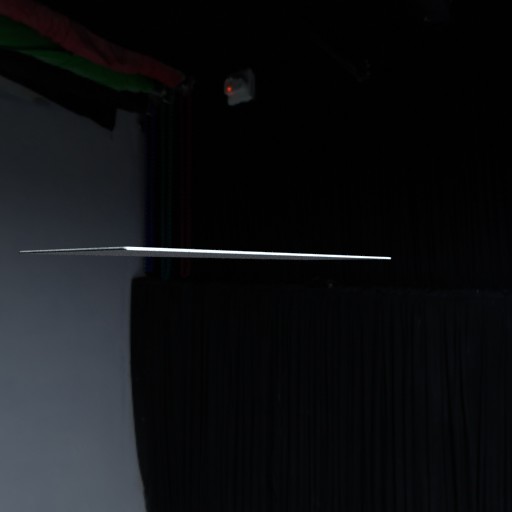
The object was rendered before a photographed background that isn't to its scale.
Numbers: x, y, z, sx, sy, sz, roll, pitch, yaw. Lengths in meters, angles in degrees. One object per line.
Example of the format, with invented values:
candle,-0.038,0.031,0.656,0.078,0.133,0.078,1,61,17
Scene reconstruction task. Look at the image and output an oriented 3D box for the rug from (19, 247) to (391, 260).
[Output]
rug,0.000,0.000,2.671,0.759,0.012,2.430,-1,-2,37
